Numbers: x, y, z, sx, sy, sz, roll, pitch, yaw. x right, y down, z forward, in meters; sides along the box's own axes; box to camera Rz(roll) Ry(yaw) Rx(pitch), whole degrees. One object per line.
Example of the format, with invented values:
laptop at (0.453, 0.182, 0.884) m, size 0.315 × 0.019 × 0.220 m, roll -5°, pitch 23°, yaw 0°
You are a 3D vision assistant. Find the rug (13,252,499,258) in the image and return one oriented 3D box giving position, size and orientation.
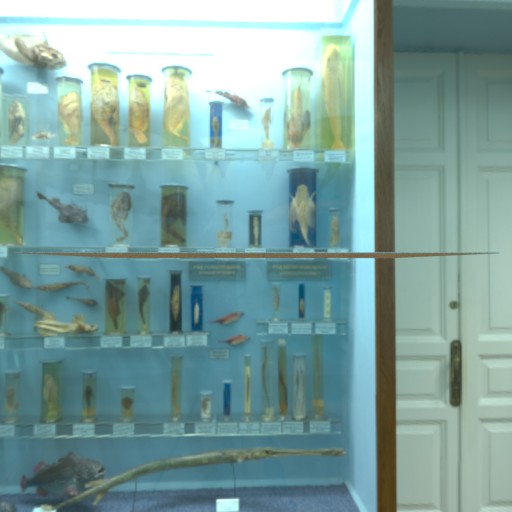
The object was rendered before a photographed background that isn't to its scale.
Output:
rug at (0.000, 0.000, 3.630) m, size 2.895 × 0.006 × 1.982 m, roll 0°, pitch -1°, yaw -1°
